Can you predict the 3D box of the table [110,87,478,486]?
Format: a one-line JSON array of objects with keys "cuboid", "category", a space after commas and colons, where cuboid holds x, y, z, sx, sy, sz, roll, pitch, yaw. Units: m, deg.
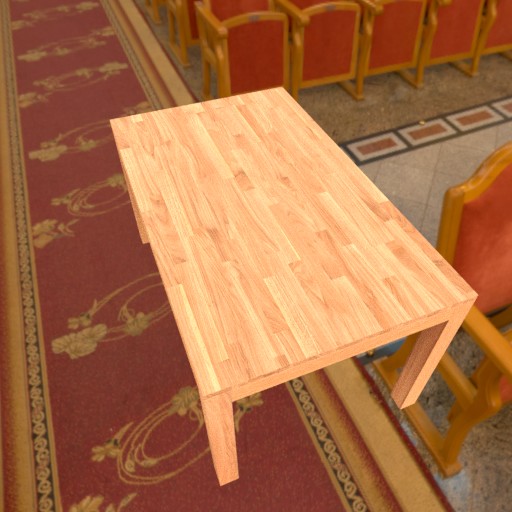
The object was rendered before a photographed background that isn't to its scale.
[{"cuboid": [0.000, 0.000, 2.030, 0.900, 0.770, 1.500, -16, 49, -15], "category": "table"}]
